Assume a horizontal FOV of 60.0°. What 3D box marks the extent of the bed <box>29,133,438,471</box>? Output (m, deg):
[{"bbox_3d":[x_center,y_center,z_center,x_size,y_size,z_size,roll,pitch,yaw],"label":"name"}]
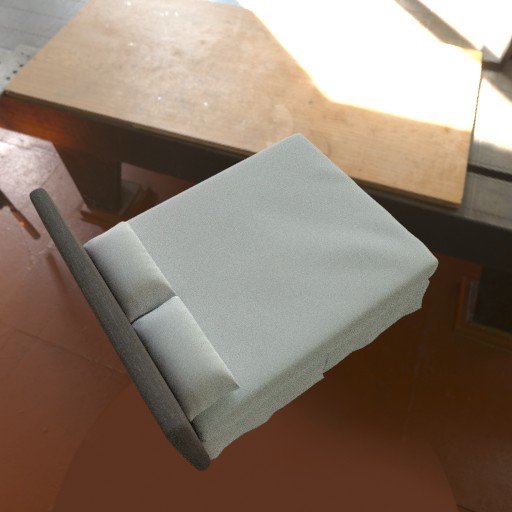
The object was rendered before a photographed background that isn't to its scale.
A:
[{"bbox_3d":[0.000,0.000,3.078,2.142,1.330,1.723,-31,63,-18],"label":"bed"}]
